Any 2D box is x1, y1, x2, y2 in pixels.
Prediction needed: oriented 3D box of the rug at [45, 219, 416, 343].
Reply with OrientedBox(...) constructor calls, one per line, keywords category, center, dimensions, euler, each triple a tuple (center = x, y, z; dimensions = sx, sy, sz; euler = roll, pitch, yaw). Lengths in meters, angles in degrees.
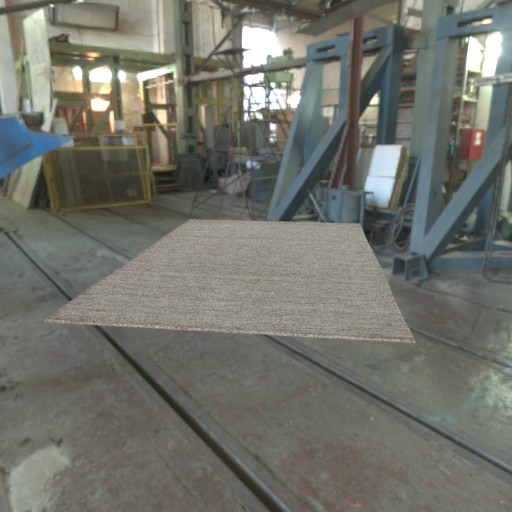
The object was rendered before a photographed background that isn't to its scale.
OrientedBox(category="rug", center=(0.000, 0.000, 2.895), dimensions=(1.547, 0.013, 2.283), euler=(2, 16, 7))
